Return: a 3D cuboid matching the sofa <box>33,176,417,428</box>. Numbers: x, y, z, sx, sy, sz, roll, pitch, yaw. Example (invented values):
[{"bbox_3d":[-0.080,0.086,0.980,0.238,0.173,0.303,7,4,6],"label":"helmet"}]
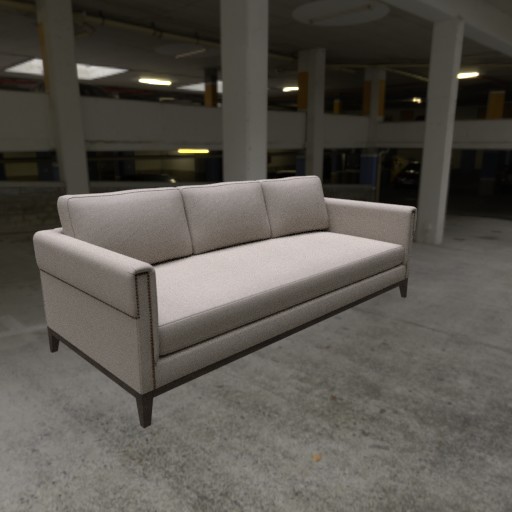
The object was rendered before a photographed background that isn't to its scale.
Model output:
[{"bbox_3d":[0.000,0.000,2.683,0.959,0.838,2.210,14,20,43],"label":"sofa"}]
